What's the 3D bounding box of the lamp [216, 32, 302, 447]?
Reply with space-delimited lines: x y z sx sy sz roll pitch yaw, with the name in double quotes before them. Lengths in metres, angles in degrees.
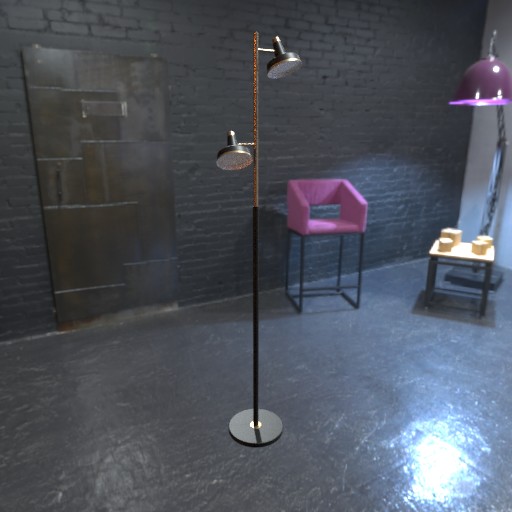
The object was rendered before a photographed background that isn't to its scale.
"lamp" 0.000 0.000 1.829 0.351 1.674 0.253 -8 18 -26
